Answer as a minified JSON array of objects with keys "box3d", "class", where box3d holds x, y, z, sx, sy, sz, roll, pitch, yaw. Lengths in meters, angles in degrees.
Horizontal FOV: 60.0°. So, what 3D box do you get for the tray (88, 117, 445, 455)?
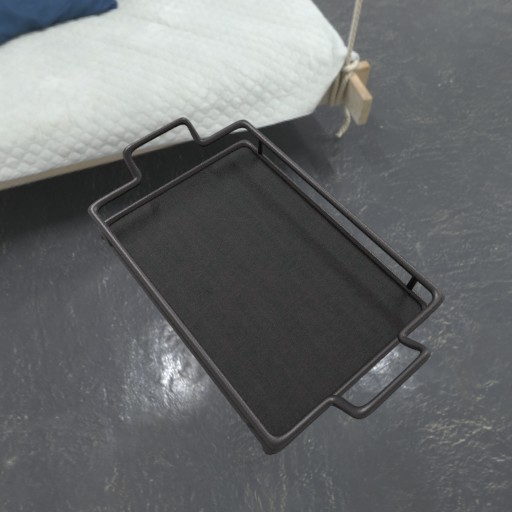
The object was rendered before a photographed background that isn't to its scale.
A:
[{"box3d":[0.000,0.000,0.618,0.297,0.101,0.495,-35,65,-19],"class":"tray"}]
